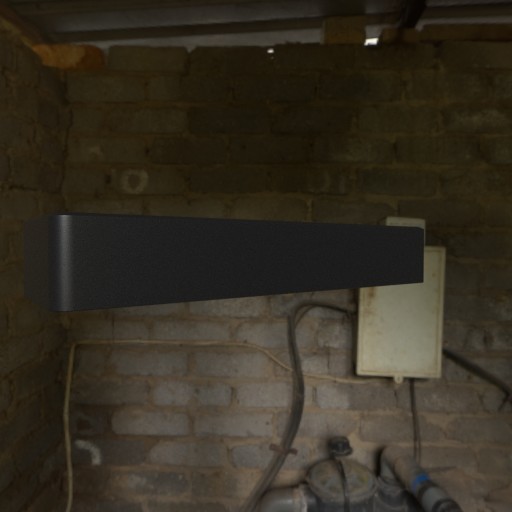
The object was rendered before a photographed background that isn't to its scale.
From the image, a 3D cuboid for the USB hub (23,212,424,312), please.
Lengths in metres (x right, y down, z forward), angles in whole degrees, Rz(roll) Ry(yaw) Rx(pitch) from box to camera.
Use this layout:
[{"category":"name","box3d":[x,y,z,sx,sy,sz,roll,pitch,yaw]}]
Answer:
[{"category":"USB hub","box3d":[0.000,0.000,0.160,0.145,0.023,0.044,-1,2,-36]}]
